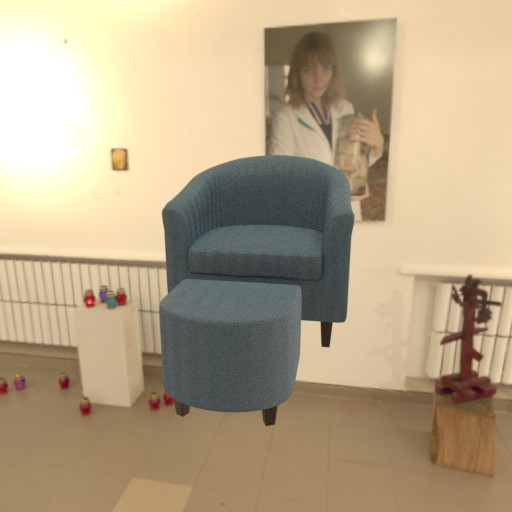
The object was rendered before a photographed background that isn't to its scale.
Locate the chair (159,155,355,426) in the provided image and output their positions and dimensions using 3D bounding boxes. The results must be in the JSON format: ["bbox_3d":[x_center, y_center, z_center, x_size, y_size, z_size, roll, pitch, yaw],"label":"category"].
[{"bbox_3d":[0.000,0.000,1.785,0.756,0.757,1.288,3,15,10],"label":"chair"}]
